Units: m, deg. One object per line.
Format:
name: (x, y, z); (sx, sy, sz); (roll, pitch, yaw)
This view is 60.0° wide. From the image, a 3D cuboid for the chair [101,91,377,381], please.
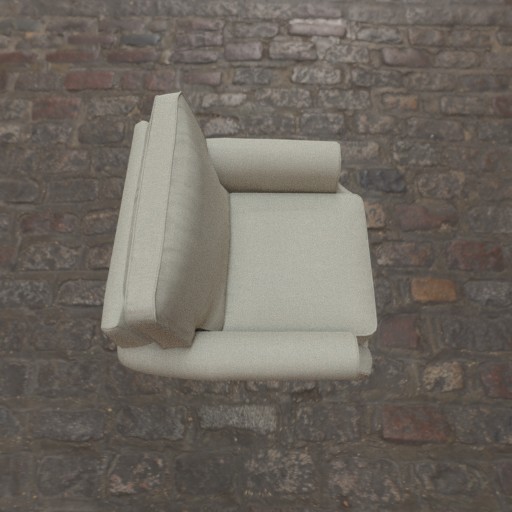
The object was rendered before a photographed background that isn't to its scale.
chair: (0.000, 0.000, 1.803); (0.966, 0.967, 1.029); (1, 64, 0)
